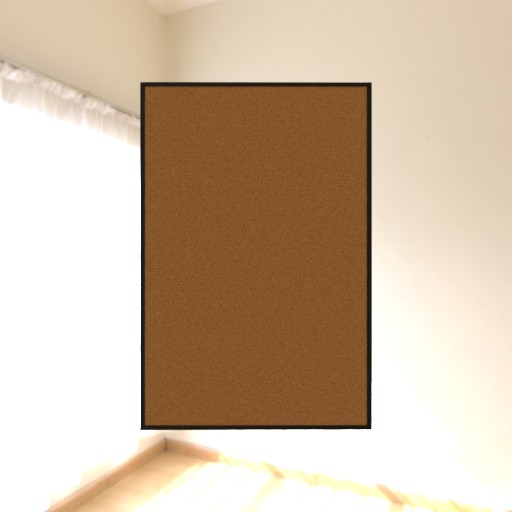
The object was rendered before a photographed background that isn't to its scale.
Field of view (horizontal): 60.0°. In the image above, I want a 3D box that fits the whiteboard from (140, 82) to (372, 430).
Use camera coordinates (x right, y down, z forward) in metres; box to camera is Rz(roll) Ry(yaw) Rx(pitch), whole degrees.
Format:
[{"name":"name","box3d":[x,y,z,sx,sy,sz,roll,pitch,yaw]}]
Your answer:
[{"name":"whiteboard","box3d":[0.000,0.000,0.789,0.406,0.611,0.026,0,0,0]}]
